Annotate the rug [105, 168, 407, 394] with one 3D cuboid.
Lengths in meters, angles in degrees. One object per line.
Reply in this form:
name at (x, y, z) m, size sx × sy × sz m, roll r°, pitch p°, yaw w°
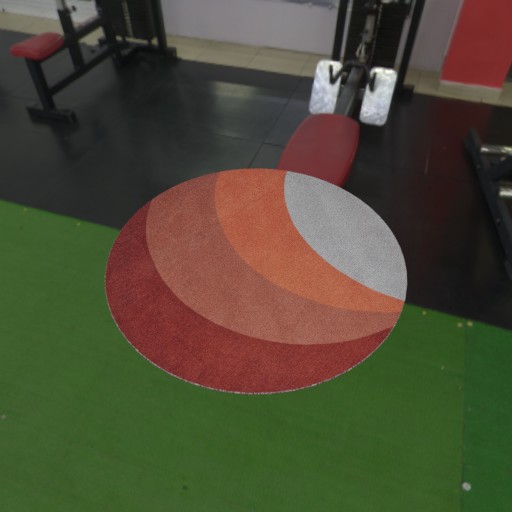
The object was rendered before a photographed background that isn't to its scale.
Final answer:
rug at (0.000, 0.000, 2.281) m, size 1.514 × 0.015 × 1.514 m, roll 0°, pitch 46°, yaw 0°
